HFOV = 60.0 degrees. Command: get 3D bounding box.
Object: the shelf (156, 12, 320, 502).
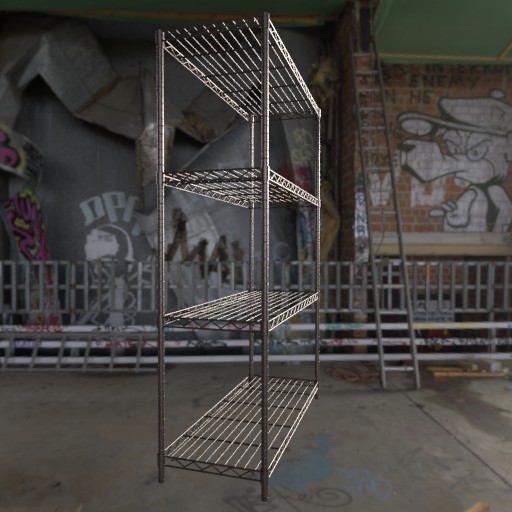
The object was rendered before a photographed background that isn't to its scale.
[{"bbox_3d":[0.000,0.000,1.710,0.352,1.361,0.907,0,1,17],"label":"shelf"}]
